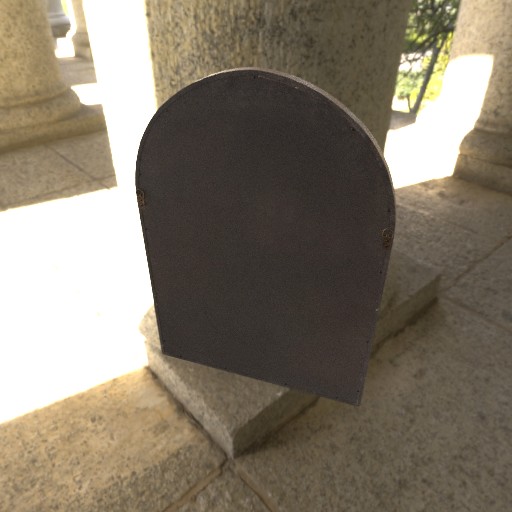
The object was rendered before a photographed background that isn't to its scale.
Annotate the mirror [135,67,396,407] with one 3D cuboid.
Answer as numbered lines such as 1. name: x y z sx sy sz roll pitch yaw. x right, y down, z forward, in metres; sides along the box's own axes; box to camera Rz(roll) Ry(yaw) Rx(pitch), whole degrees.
1. mirror: 0.000 0.000 1.161 0.660 0.920 0.032 11 35 16
